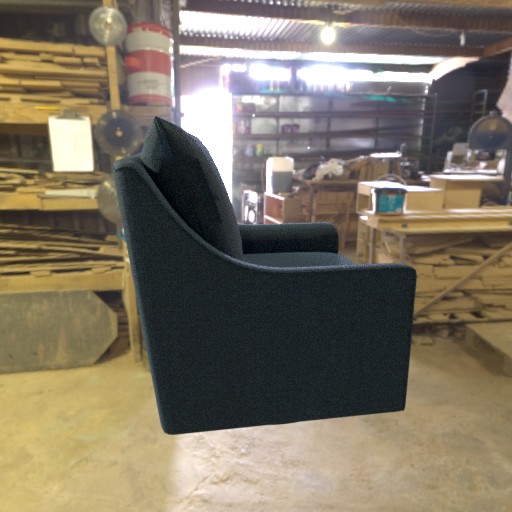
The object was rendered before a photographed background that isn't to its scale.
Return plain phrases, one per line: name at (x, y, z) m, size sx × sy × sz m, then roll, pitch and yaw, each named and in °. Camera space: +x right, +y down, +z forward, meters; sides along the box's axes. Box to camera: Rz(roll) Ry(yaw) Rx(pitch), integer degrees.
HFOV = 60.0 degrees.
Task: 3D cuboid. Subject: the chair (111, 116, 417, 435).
chair at (0.000, 0.000, 1.615) m, size 0.870 × 0.939 × 0.750 m, roll -2°, pitch 15°, yaw -9°
